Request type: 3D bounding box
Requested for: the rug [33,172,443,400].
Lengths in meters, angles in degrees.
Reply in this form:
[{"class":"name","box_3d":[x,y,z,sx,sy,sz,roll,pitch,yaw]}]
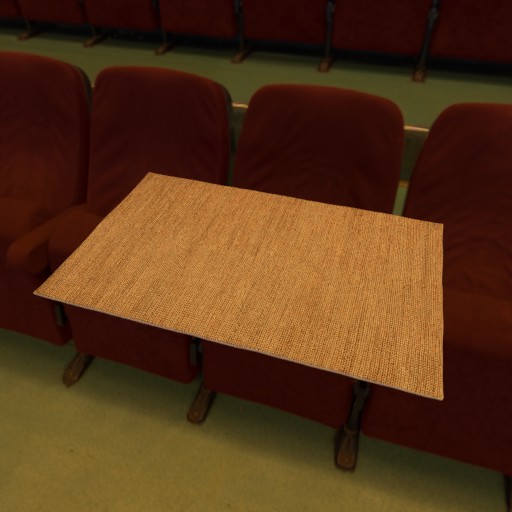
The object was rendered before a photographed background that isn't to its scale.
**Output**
[{"class":"rug","box_3d":[0.000,0.000,3.029,2.438,0.034,1.521,12,43,13]}]
